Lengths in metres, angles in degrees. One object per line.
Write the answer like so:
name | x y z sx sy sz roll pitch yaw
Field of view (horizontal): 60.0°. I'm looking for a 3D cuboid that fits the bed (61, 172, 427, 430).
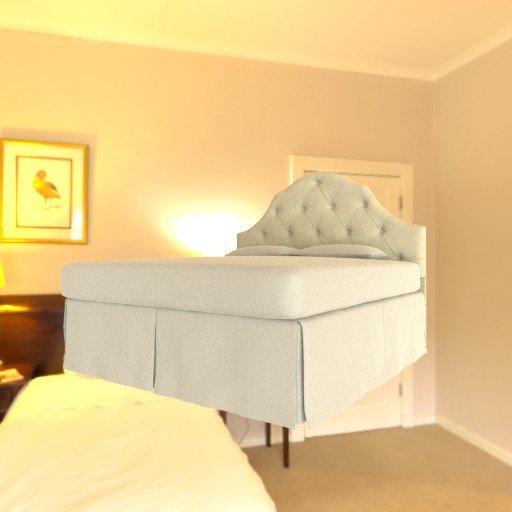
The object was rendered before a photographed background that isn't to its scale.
bed | 0.000 0.000 3.332 2.012 1.555 2.086 0 0 36
